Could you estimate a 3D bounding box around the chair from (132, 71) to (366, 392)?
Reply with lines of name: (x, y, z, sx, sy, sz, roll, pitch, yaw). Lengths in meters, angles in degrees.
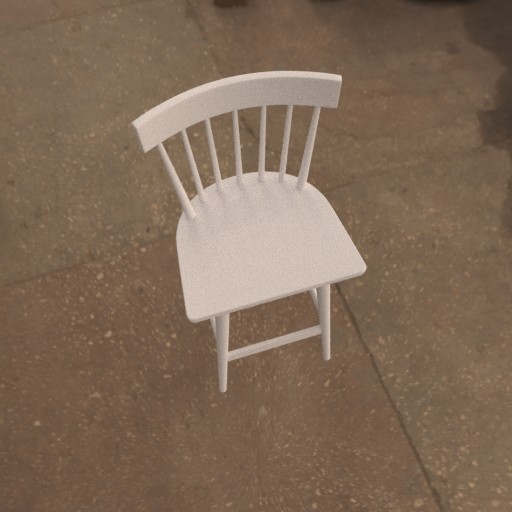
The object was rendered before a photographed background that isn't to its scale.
chair: (0.000, 0.000, 1.399, 0.483, 1.092, 0.572, -15, 66, -7)
